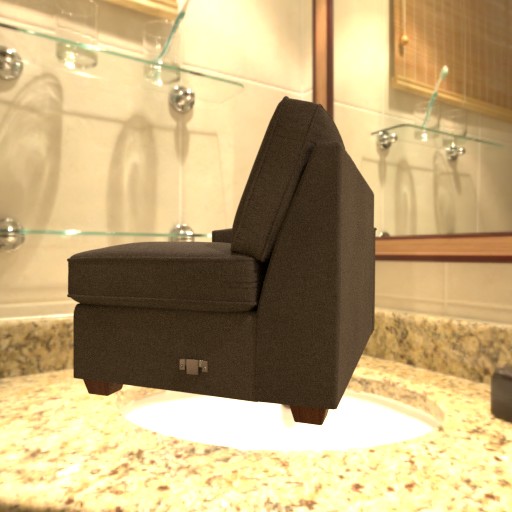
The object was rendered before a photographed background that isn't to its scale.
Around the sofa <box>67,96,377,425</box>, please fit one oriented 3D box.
[{"bbox_3d":[0.000,0.000,2.053,0.991,0.989,1.388,0,1,19],"label":"sofa"}]
